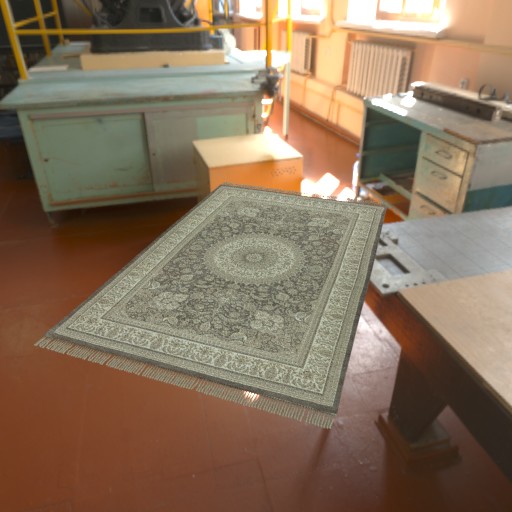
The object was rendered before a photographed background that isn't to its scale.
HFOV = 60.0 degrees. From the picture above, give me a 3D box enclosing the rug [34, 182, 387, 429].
[{"bbox_3d":[0.000,0.000,4.212,2.143,0.015,3.422,10,32,17],"label":"rug"}]
